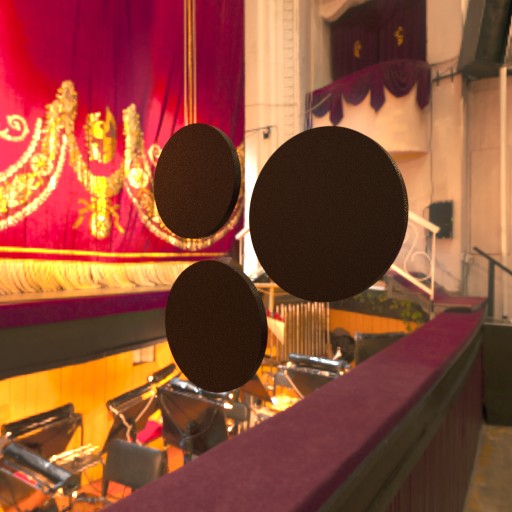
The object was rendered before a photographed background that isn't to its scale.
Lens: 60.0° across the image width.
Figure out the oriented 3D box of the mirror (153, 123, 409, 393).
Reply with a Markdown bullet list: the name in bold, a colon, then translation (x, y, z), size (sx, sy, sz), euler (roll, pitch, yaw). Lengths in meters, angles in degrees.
- **mirror**: translation (0.000, 0.000, 3.181), size (2.160, 2.096, 0.076), euler (0, 0, 37)
